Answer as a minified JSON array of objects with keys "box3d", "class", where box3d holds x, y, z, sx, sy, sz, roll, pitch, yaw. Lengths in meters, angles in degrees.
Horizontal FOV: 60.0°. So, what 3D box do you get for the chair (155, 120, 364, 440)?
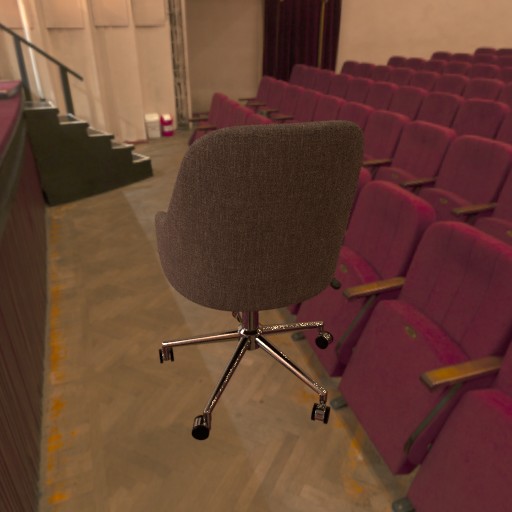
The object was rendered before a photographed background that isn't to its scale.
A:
[{"box3d":[0.000,0.000,1.420,0.671,0.950,0.712,-8,28,-15],"class":"chair"}]
